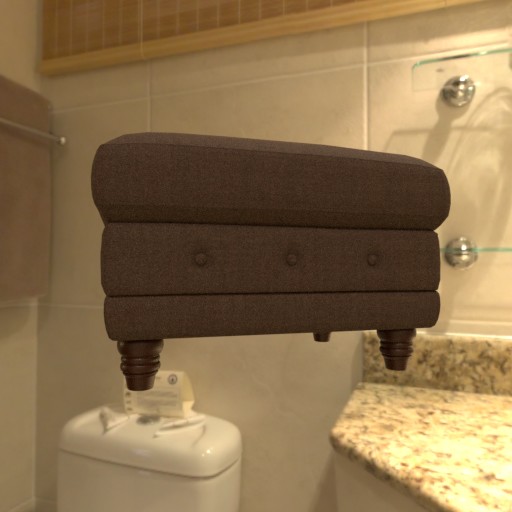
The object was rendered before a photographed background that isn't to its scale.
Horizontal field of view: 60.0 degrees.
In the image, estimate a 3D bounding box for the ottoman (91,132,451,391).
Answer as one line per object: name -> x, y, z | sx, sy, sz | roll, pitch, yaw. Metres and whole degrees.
ottoman -> 0.000, 0.000, 1.201 | 0.809, 0.555, 0.599 | 0, -2, -17
